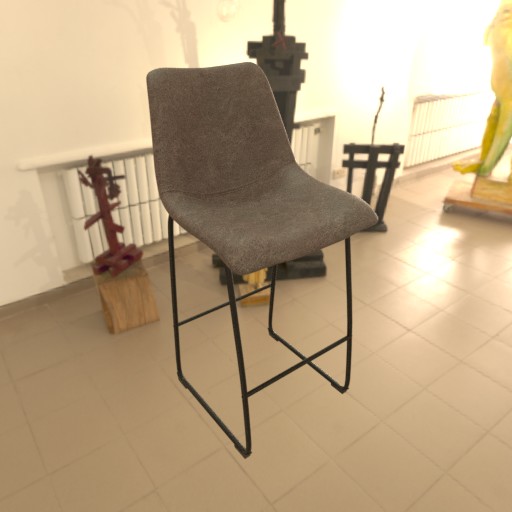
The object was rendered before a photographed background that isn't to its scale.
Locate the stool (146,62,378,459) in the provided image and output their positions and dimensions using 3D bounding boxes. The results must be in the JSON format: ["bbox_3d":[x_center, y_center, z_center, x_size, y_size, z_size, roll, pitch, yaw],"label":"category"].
[{"bbox_3d":[0.000,0.000,1.409,0.514,1.082,0.561,-20,35,-32],"label":"stool"}]
